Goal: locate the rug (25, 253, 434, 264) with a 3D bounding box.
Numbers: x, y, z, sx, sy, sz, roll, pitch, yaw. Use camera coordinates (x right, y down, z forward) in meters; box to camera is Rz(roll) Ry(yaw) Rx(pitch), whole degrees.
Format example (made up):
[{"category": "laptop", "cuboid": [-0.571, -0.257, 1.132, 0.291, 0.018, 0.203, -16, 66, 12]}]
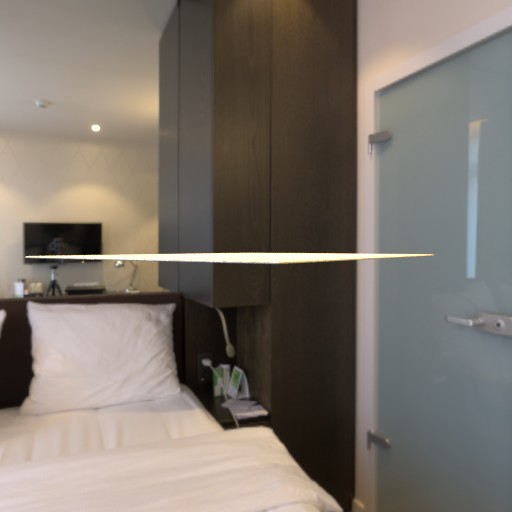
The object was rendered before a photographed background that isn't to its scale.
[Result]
[{"category": "rug", "cuboid": [0.000, 0.000, 4.133, 2.447, 0.014, 3.061, 1, 1, 35]}]
